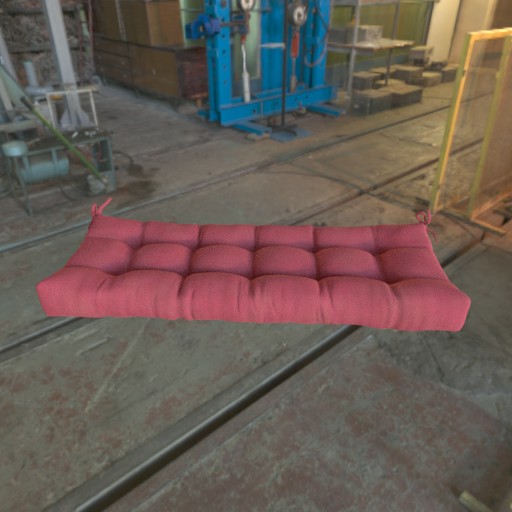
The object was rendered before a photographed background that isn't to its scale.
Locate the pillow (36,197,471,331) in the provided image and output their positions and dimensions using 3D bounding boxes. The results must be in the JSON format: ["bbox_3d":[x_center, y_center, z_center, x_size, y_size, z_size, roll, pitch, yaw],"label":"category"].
[{"bbox_3d":[0.000,0.000,1.349,1.194,0.174,0.511,2,32,3],"label":"pillow"}]
